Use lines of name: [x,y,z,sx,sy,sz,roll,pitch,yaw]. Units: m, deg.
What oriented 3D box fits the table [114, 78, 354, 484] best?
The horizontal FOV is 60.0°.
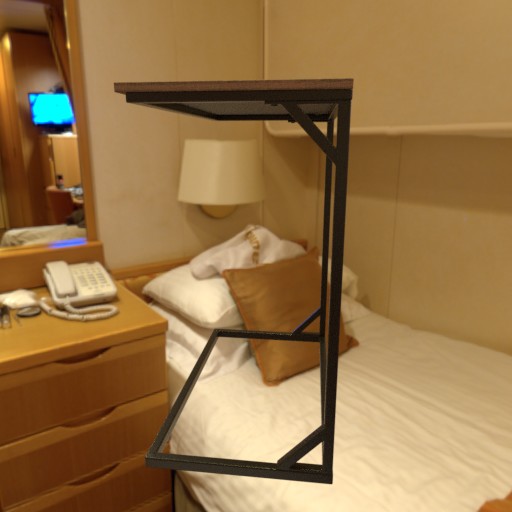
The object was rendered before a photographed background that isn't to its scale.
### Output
table: [0.000,0.000,1.007,0.351,0.673,0.597,2,14,7]
